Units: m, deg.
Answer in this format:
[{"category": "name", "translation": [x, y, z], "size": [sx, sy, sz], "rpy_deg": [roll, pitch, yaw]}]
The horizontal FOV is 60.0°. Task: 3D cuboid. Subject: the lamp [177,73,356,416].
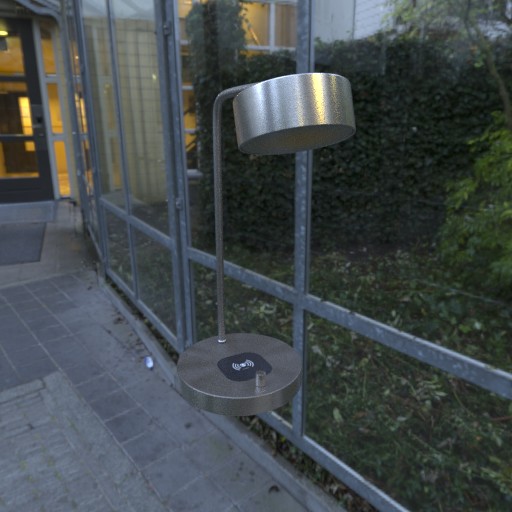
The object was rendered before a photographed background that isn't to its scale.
[{"category": "lamp", "translation": [0.000, 0.000, 0.640], "size": [0.211, 0.469, 0.334], "rpy_deg": [-8, 19, -25]}]
